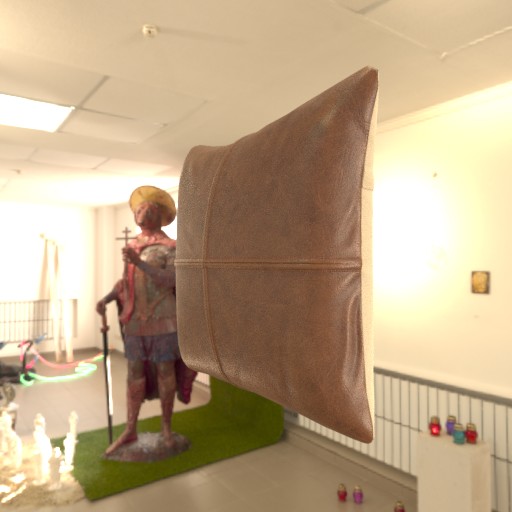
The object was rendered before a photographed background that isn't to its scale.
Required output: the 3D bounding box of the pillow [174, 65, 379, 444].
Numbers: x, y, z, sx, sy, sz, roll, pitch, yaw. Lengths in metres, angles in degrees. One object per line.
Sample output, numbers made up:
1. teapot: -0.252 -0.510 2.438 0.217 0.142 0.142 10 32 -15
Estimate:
1. pillow: 0.000 0.000 0.728 0.192 0.470 0.484 1 -1 -36
